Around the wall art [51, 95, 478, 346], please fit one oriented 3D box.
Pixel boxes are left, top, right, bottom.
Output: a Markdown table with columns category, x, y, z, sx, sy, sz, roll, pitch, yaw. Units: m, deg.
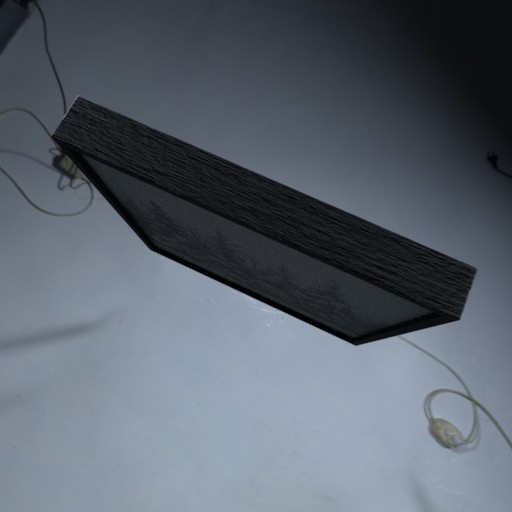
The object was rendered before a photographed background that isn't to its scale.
| category | x | y | z | sx | sy | sz | roll | pitch | yaw |
| --- | --- | --- | --- | --- | --- | --- | --- | --- | --- |
| wall art | 0.000 | 0.000 | 0.451 | 0.305 | 0.305 | 0.037 | 24 | 77 | 6 |
